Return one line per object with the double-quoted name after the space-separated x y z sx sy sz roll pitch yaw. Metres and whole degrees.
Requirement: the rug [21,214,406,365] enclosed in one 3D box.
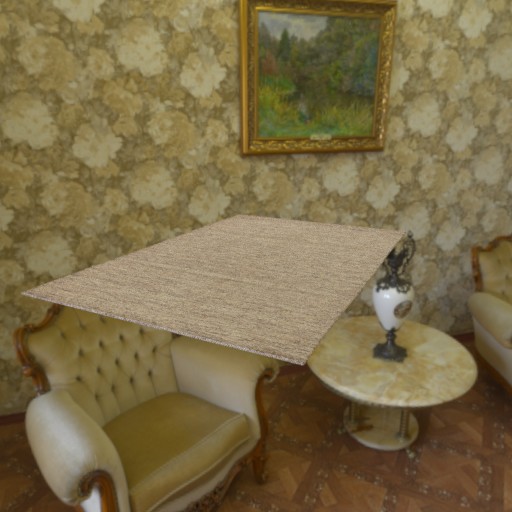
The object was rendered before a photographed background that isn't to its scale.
0.000 0.000 2.906 1.547 0.013 2.283 8 19 26 "rug"
